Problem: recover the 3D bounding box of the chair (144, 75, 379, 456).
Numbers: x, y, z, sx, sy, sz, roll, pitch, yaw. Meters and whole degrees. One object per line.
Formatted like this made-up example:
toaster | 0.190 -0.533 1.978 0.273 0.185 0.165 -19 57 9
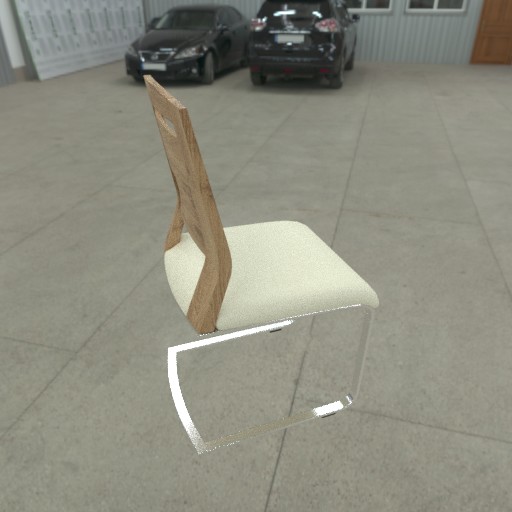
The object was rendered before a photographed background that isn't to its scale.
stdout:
chair | 0.000 0.000 1.250 0.561 0.955 0.457 -11 32 -17
